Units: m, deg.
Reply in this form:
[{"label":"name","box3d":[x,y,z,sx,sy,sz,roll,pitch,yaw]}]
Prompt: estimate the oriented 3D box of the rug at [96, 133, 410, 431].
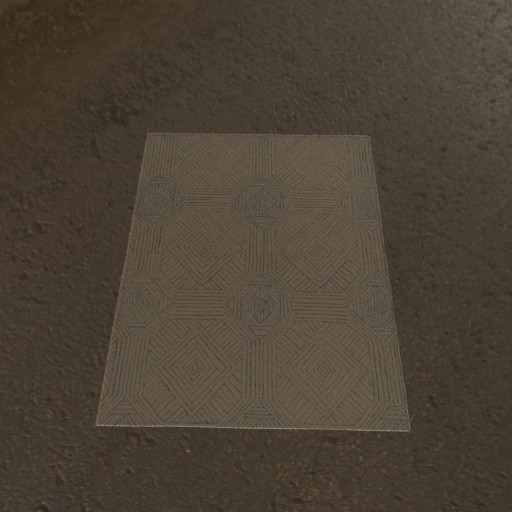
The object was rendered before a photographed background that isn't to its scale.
[{"label":"rug","box3d":[0.000,0.000,4.172,2.457,0.015,3.049,1,62,0]}]
